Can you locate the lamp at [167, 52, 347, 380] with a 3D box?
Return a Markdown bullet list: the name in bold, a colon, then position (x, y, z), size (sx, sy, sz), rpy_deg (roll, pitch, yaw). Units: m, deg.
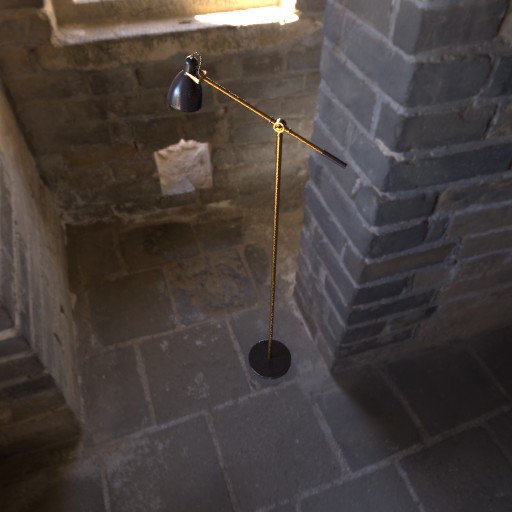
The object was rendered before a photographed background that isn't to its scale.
- **lamp**: position (0.000, 0.000, 1.870), size (0.618, 1.628, 0.235), rpy_deg (17, 50, 15)
